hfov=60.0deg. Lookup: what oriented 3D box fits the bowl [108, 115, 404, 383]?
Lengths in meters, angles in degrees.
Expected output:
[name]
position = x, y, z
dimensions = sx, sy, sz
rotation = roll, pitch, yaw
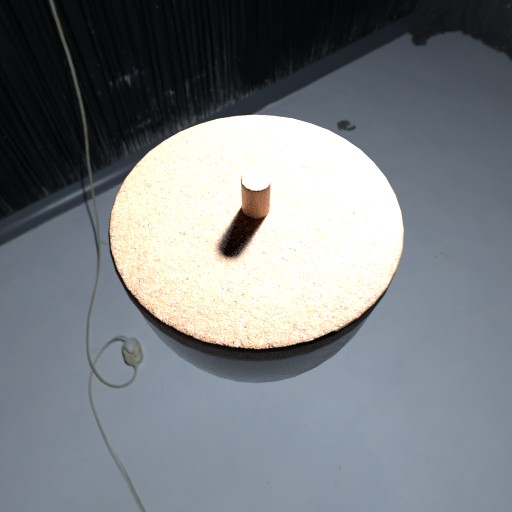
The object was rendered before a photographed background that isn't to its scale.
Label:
[bowl]
position = 0.000, 0.000, 0.220
dimensions = 0.126, 0.110, 0.126
rotation = 0, 57, 0
